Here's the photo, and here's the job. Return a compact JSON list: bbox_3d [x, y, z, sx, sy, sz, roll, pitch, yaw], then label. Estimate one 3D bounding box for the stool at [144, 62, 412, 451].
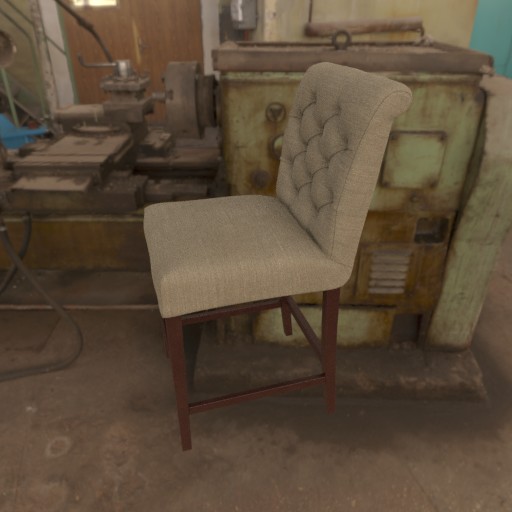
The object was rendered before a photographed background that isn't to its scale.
[{"bbox_3d":[0.000,0.000,1.412,0.660,1.084,0.486,-9,31,-14],"label":"stool"}]
